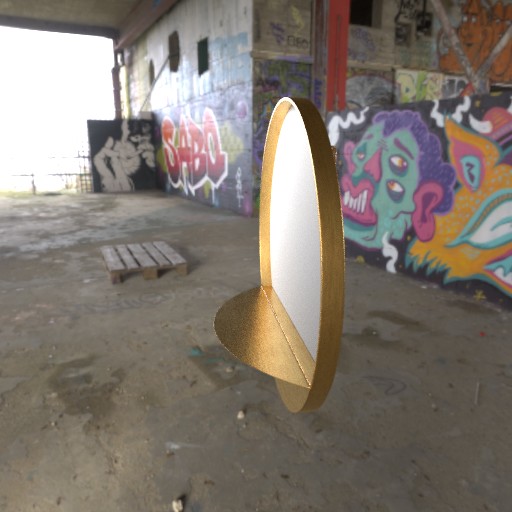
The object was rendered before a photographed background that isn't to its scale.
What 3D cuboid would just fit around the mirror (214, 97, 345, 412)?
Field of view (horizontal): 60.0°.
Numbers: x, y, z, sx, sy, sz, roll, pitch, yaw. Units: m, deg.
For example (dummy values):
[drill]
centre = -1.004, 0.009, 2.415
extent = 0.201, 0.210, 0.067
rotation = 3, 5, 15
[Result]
[mirror]
centre = 0.000, 0.000, 0.676
extent = 0.133, 0.457, 0.457
rotation = -2, 14, -7
